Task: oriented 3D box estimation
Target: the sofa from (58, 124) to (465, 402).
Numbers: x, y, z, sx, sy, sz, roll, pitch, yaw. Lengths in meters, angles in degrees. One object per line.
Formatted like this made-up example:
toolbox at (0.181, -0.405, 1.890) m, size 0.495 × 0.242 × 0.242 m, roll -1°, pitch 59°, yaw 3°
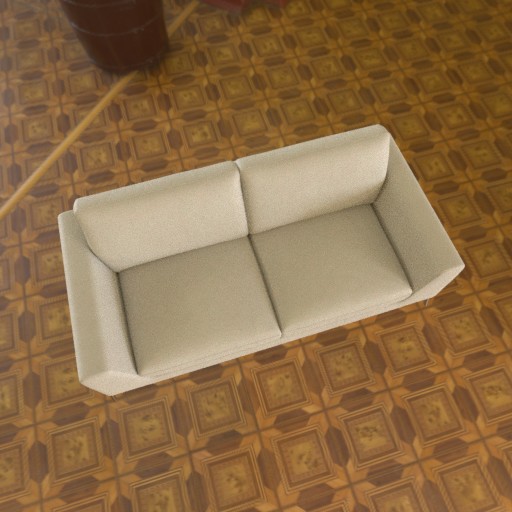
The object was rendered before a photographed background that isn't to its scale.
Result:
sofa at (0.000, 0.000, 2.513) m, size 2.017 × 0.875 × 0.953 m, roll -16°, pitch 65°, yaw -7°
